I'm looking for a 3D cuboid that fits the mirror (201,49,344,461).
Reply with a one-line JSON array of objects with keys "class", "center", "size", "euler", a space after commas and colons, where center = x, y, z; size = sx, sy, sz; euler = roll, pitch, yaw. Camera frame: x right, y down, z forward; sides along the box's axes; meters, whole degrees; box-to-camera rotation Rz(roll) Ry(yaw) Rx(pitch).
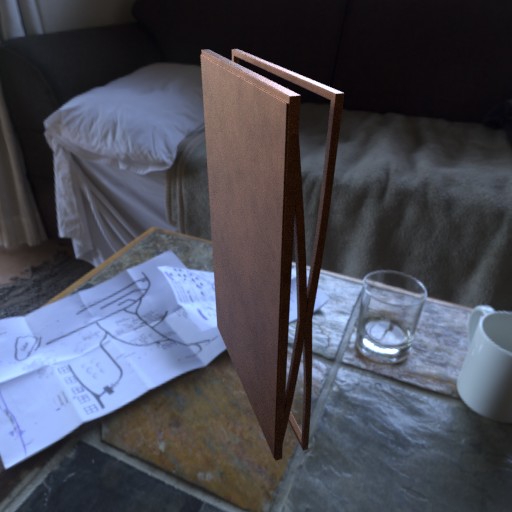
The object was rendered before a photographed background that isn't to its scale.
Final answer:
[{"class": "mirror", "center": [0.000, 0.000, 0.964], "size": [0.082, 0.768, 0.468], "euler": [-11, 34, -17]}]
